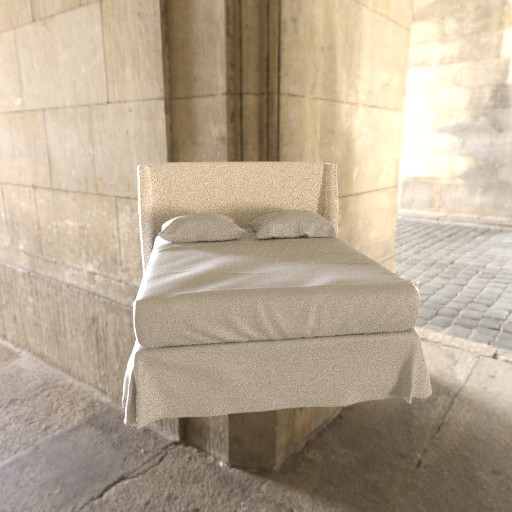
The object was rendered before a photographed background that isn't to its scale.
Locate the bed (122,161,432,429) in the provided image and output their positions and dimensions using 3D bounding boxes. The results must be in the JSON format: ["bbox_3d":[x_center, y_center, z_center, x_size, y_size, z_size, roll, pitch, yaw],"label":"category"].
[{"bbox_3d":[0.000,0.000,3.414,1.925,1.332,2.276,-2,15,-8],"label":"bed"}]
